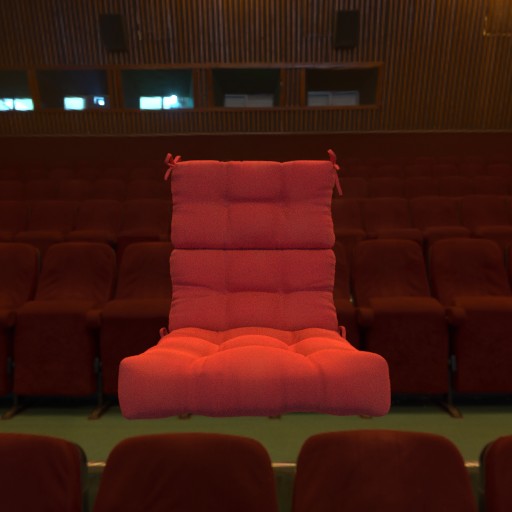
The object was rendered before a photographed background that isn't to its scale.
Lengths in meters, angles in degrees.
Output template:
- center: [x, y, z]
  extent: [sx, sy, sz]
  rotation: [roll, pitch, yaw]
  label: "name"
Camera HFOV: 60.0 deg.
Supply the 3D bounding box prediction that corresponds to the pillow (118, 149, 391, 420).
- center: [0.000, 0.000, 1.036]
  extent: [0.519, 0.605, 0.571]
  rotation: [0, -1, 0]
  label: "pillow"
